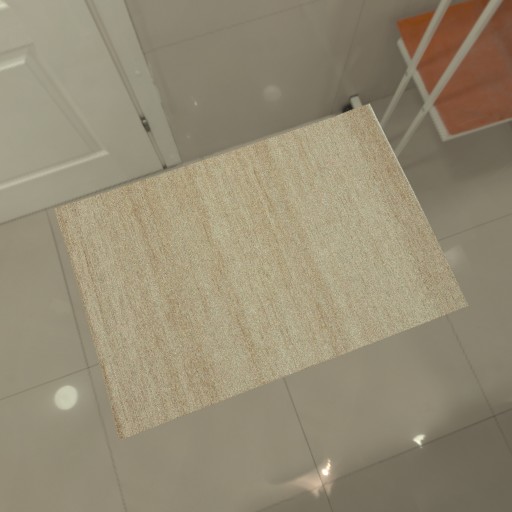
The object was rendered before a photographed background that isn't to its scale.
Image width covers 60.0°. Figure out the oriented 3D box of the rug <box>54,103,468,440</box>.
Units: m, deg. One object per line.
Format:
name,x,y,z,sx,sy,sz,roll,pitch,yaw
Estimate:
rug,0.000,0.000,2.927,2.346,0.029,1.574,-20,76,-5
